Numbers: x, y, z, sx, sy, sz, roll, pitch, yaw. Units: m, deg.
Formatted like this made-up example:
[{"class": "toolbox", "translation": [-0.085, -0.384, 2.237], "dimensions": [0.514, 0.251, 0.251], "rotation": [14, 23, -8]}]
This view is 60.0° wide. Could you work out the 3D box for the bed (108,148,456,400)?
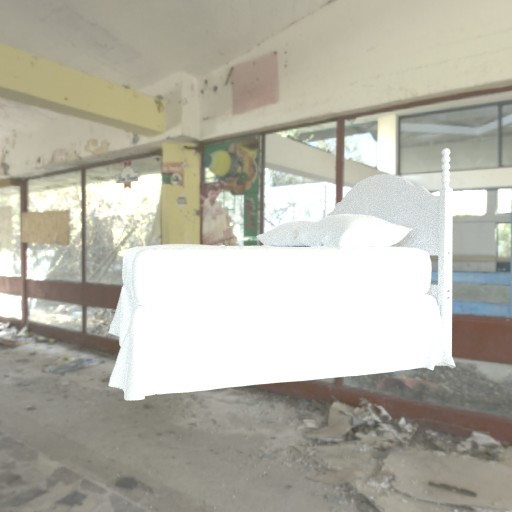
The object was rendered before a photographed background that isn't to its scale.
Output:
[{"class": "bed", "translation": [0.000, 0.000, 3.215], "dimensions": [2.040, 1.356, 1.873], "rotation": [0, 1, -18]}]
